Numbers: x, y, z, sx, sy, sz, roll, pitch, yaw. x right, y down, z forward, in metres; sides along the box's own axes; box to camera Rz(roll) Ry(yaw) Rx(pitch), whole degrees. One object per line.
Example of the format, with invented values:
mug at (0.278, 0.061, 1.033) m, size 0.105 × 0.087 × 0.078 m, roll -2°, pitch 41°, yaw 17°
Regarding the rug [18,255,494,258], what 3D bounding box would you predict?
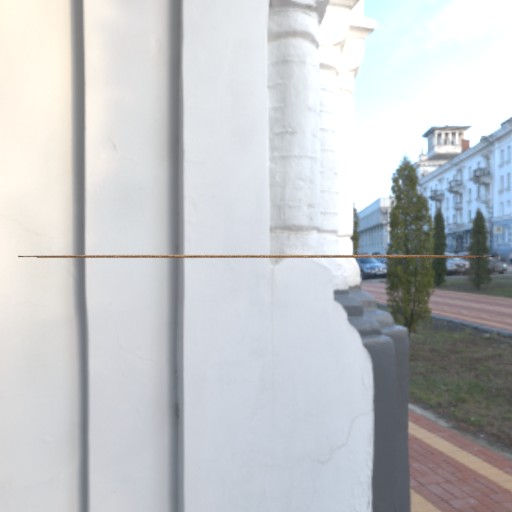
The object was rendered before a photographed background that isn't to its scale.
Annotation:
rug at (0.000, 0.000, 3.011) m, size 2.434 × 0.010 × 1.516 m, roll 0°, pitch 0°, yaw 0°
